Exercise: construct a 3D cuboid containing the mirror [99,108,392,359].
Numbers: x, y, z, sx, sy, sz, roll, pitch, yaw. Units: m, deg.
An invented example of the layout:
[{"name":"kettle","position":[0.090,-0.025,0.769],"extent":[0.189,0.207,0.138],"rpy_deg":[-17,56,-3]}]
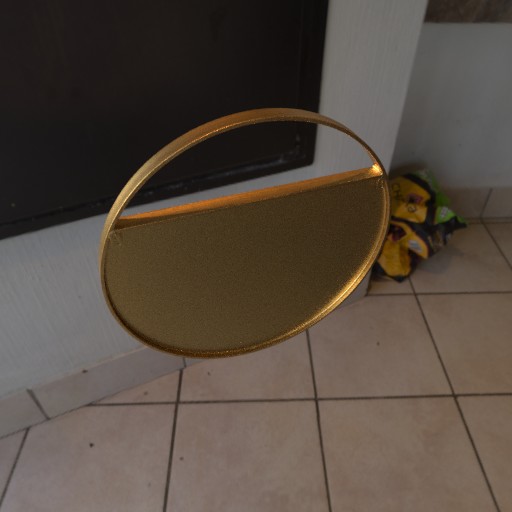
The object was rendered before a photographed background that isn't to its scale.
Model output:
[{"name":"mirror","position":[0.000,0.000,0.845],"extent":[0.565,0.565,0.032],"rpy_deg":[-14,44,-15]}]
